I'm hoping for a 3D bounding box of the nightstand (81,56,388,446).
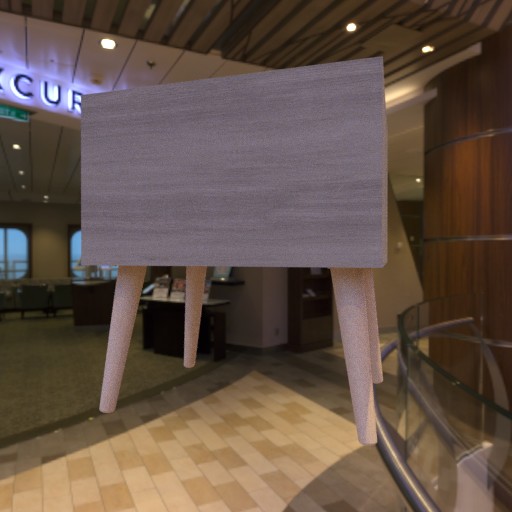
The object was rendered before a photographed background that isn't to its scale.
[{"bbox_3d":[0.000,0.000,0.802,0.450,0.500,0.380,0,0,17],"label":"nightstand"}]
